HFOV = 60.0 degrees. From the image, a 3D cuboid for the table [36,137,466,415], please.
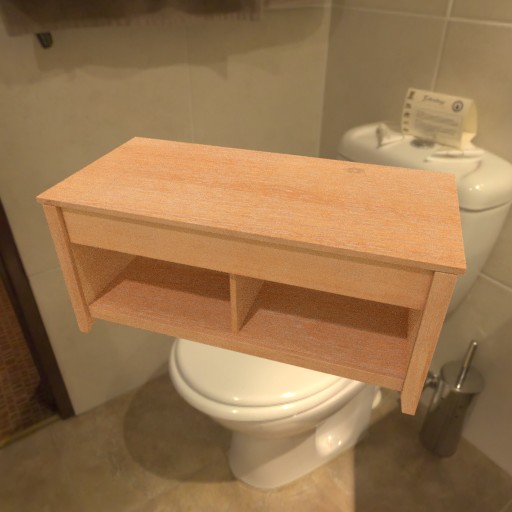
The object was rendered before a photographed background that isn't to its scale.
[{"bbox_3d":[0.000,0.000,1.309,1.016,0.457,0.483,10,35,15],"label":"table"}]
